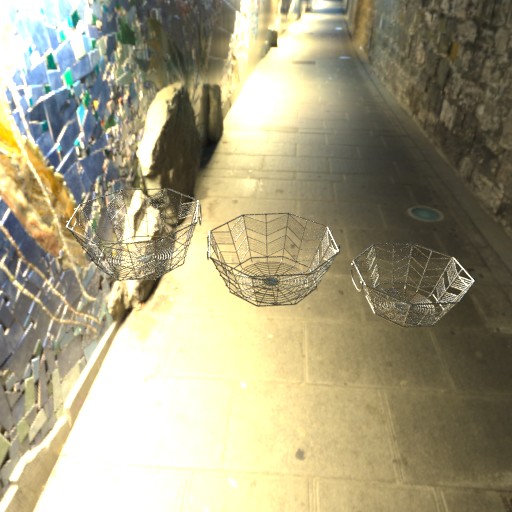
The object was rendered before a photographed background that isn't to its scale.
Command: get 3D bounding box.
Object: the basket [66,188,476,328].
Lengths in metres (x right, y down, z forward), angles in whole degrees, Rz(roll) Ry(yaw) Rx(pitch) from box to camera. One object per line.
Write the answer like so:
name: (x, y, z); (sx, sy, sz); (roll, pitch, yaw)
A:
basket: (0.000, 0.000, 1.375); (1.246, 0.178, 0.432); (9, 32, 15)
